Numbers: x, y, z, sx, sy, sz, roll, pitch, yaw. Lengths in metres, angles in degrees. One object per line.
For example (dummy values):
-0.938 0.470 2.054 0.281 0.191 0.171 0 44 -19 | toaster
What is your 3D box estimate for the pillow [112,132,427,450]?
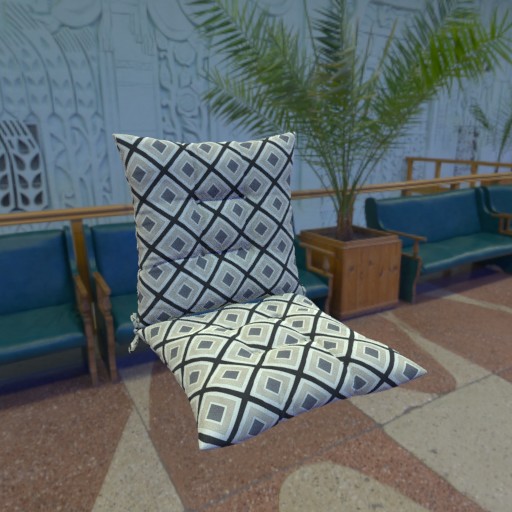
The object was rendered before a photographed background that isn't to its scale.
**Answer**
0.000 0.000 1.002 0.541 0.536 0.585 -8 18 -26 | pillow
